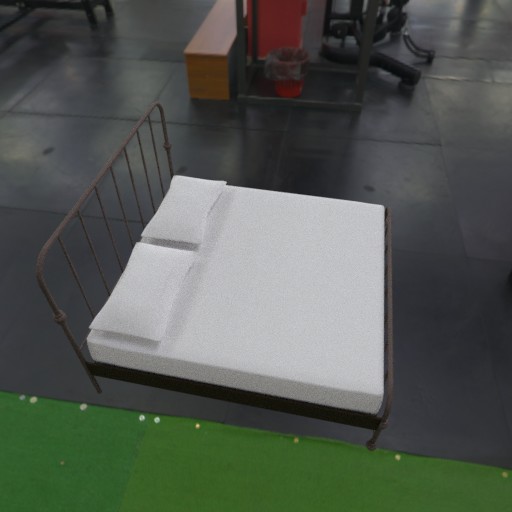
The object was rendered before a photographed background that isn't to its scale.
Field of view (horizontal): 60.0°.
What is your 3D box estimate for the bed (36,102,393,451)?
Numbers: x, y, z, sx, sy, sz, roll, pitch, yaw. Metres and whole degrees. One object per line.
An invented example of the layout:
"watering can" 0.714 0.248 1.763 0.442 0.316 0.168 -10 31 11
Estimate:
"bed" 0.000 0.000 3.421 2.134 1.446 2.044 8 47 8
